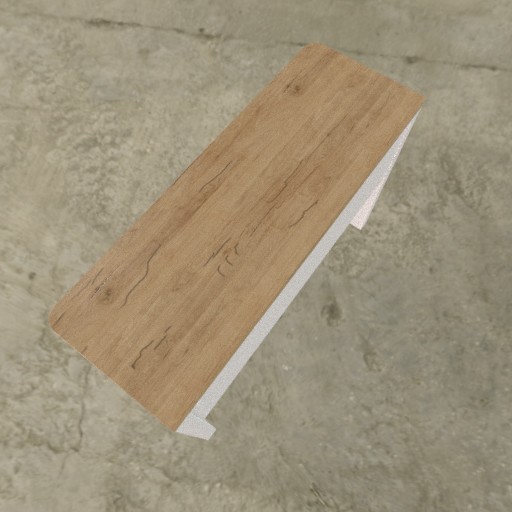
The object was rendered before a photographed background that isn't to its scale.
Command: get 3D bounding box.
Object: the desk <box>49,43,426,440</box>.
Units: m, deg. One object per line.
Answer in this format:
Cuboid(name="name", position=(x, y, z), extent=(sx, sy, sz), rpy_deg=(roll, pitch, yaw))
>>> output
Cuboid(name="desk", position=(0.000, 0.000, 1.476), extent=(0.390, 0.760, 1.100), rpy_deg=(34, 70, 14))
